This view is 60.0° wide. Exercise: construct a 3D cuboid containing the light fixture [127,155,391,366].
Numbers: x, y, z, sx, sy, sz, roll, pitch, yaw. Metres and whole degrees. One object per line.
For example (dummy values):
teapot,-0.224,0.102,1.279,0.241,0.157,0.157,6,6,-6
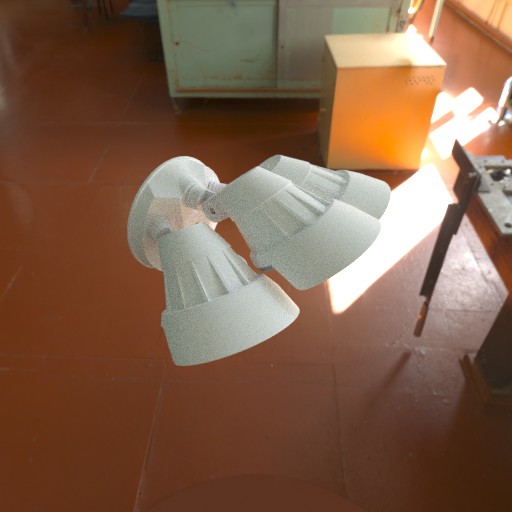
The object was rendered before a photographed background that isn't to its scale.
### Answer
light fixture,0.000,0.000,0.546,0.278,0.237,0.369,26,48,26
